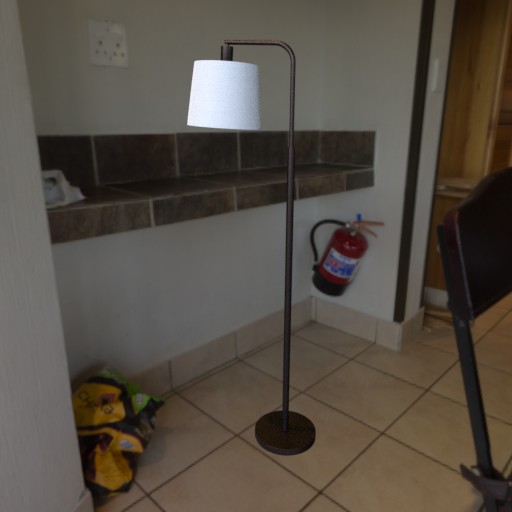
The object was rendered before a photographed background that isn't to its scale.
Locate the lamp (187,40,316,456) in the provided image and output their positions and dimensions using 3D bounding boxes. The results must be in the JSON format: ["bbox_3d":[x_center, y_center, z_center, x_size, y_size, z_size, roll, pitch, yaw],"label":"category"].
[{"bbox_3d":[0.000,0.000,1.645,0.508,1.478,0.254,8,18,25],"label":"lamp"}]
